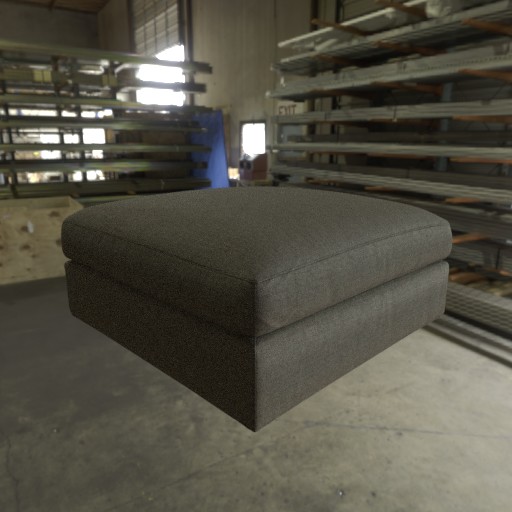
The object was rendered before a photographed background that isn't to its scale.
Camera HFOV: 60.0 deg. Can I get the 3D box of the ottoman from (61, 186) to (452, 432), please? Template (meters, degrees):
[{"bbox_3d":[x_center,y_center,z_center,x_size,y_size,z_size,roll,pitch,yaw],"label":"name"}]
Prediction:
[{"bbox_3d":[0.000,0.000,1.641,1.041,0.470,1.041,-14,20,-43],"label":"ottoman"}]
